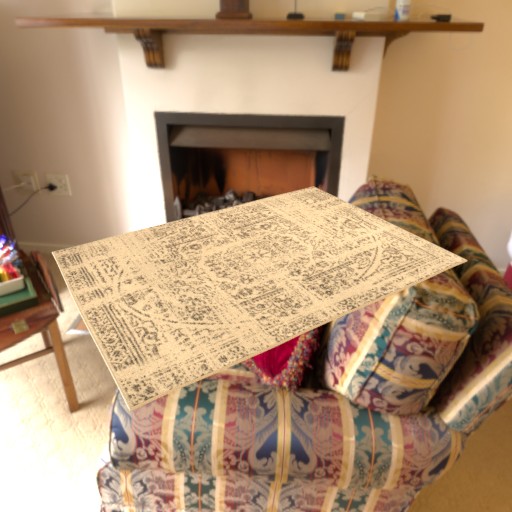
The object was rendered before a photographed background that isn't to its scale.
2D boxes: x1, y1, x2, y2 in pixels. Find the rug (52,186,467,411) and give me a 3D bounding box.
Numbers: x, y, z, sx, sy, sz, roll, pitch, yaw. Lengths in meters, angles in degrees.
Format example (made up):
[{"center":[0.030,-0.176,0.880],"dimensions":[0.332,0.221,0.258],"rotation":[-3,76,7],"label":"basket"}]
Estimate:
[{"center":[0.000,0.000,3.149],"dimensions":[2.438,0.026,1.706],"rotation":[-18,34,-28],"label":"rug"}]
